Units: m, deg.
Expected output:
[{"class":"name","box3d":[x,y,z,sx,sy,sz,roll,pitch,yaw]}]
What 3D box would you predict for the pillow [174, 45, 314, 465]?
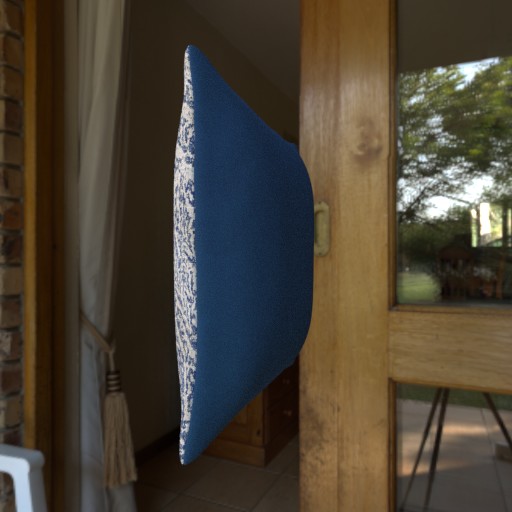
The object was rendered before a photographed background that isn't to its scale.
[{"class":"pillow","box3d":[0.000,0.000,0.781,0.166,0.510,0.523,0,0,19]}]
